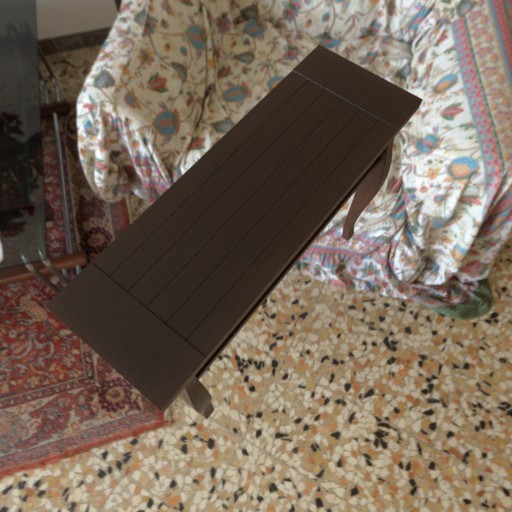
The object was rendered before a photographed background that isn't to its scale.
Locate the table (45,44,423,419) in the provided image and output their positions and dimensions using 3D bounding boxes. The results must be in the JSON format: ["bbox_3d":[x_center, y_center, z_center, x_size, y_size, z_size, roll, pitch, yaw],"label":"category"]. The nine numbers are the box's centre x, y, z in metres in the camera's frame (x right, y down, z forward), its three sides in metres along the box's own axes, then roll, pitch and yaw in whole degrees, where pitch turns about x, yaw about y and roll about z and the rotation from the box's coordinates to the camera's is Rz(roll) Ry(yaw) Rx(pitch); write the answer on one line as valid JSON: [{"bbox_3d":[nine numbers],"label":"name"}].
[{"bbox_3d":[0.000,0.000,1.463,0.373,0.768,1.062,36,70,15],"label":"table"}]
